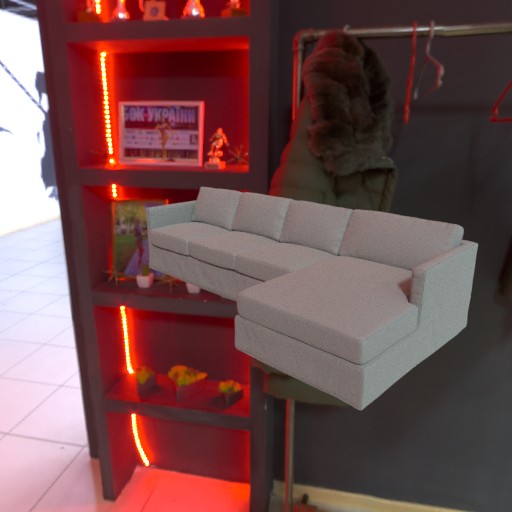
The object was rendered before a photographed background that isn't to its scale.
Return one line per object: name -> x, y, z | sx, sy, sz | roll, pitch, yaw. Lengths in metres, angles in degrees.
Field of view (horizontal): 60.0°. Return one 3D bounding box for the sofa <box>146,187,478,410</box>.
sofa -> 0.000, 0.000, 3.936 | 3.177, 0.867, 1.622 | 15, 22, 42
